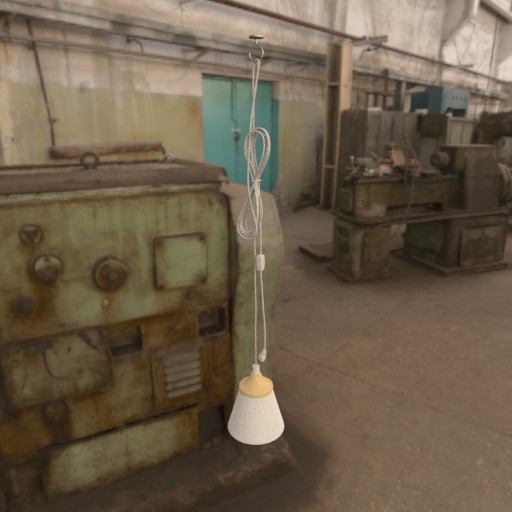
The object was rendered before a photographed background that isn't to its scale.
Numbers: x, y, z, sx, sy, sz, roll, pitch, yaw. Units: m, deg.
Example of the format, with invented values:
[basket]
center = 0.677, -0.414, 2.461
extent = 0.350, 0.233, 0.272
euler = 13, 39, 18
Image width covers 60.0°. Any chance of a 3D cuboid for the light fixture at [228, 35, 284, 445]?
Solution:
[light fixture]
center = 0.000, 0.000, 1.072
extent = 0.153, 0.966, 0.153
euler = 15, 22, 41
